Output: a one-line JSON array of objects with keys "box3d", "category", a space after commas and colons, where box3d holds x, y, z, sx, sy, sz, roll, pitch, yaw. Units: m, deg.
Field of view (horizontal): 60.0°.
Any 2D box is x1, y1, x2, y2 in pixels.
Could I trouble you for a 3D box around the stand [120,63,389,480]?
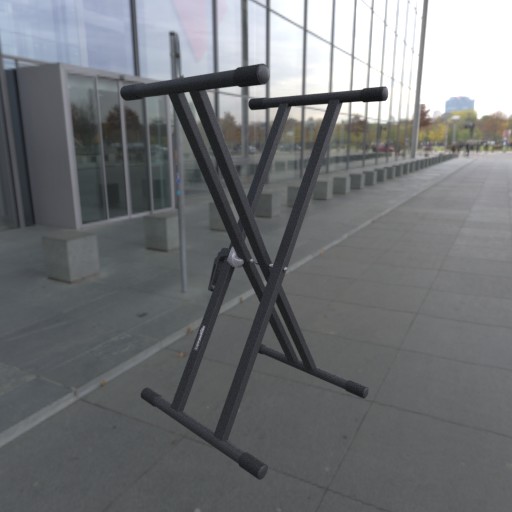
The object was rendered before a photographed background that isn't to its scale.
[{"box3d": [0.000, 0.000, 1.249, 0.495, 0.900, 0.503, 13, 19, 42], "category": "stand"}]
